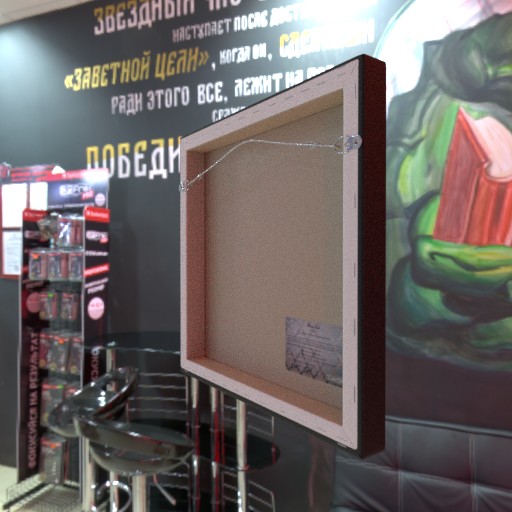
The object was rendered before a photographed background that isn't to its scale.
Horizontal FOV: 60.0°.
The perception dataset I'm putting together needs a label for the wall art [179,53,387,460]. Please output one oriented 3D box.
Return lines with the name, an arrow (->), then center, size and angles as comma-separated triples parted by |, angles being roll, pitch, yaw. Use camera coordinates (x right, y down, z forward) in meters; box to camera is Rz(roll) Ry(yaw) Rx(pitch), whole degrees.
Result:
wall art -> 0.000, 0.000, 0.613 | 0.041, 0.407, 0.406 | 0, 1, -36
